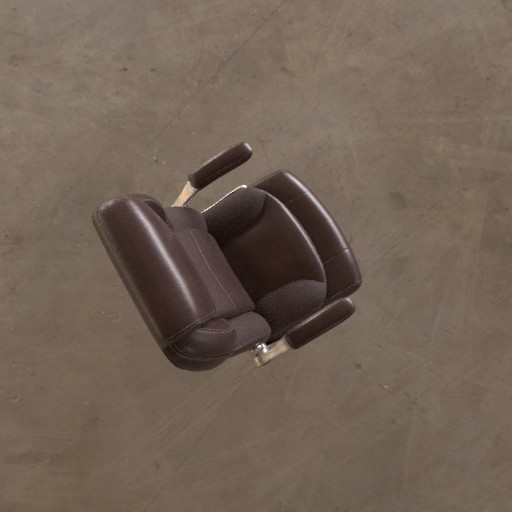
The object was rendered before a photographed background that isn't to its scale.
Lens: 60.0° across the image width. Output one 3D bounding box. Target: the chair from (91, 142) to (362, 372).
[{"bbox_3d":[0.000,0.000,1.644,0.774,1.160,0.733,-30,78,-7],"label":"chair"}]
